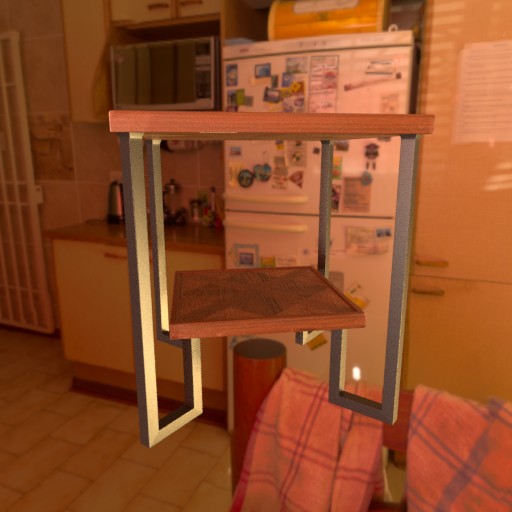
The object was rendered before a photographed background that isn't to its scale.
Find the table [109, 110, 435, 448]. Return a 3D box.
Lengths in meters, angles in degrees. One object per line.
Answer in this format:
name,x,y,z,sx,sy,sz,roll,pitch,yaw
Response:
table,0.000,0.000,0.975,0.503,0.563,0.503,-2,13,-8
